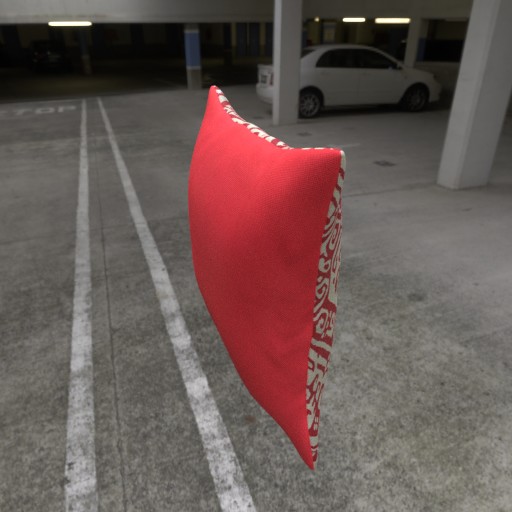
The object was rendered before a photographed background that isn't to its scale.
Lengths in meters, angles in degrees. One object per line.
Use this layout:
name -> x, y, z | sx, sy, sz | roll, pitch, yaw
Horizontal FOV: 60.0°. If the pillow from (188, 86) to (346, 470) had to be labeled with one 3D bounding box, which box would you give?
pillow -> 0.000, 0.000, 0.787 | 0.192, 0.507, 0.522 | -10, 30, -17
